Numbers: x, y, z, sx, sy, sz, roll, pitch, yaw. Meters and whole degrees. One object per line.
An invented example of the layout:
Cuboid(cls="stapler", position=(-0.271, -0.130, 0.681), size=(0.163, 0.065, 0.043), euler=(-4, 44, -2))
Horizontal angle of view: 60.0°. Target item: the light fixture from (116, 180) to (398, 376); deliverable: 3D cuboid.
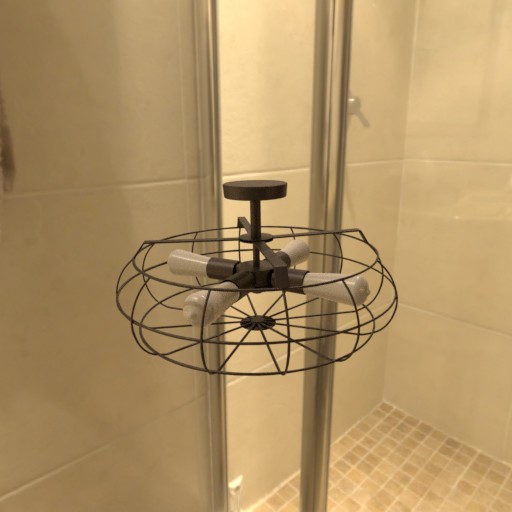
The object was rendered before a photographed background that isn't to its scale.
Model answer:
Cuboid(cls="light fixture", position=(0.000, 0.000, 0.944), size=(0.582, 0.311, 0.582), euler=(0, 16, 0))
